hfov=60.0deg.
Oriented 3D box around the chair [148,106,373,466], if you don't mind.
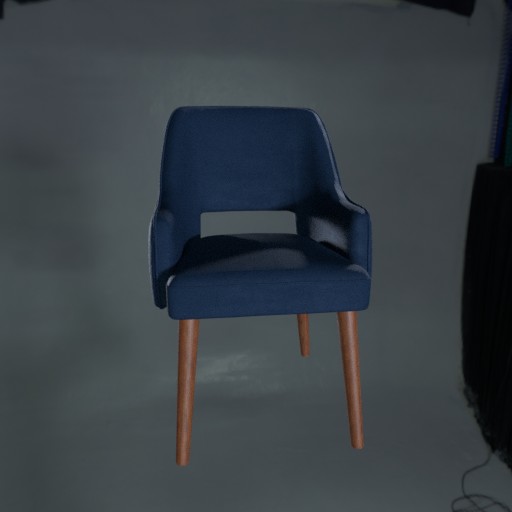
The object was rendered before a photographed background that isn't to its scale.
[{"bbox_3d":[0.000,0.000,1.236,0.559,0.844,0.591,-2,14,-8],"label":"chair"}]
